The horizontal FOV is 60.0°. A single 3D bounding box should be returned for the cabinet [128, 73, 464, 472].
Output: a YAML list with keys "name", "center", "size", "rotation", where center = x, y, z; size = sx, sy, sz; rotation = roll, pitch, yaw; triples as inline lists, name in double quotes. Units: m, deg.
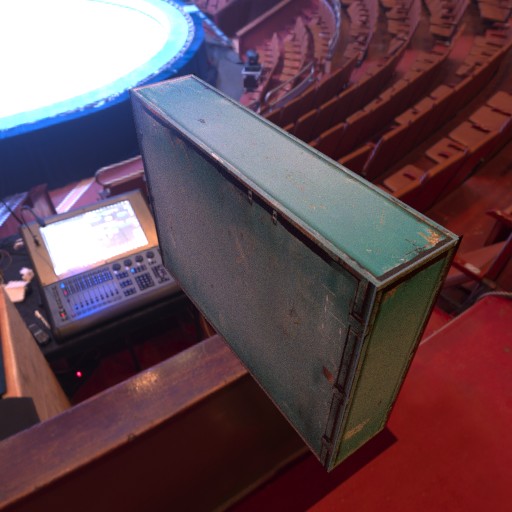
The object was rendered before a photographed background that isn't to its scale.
- name: "cabinet"
  center: [0.000, 0.000, 3.922]
  size: [0.680, 2.160, 3.001]
  rotation: [-25, 48, -25]
